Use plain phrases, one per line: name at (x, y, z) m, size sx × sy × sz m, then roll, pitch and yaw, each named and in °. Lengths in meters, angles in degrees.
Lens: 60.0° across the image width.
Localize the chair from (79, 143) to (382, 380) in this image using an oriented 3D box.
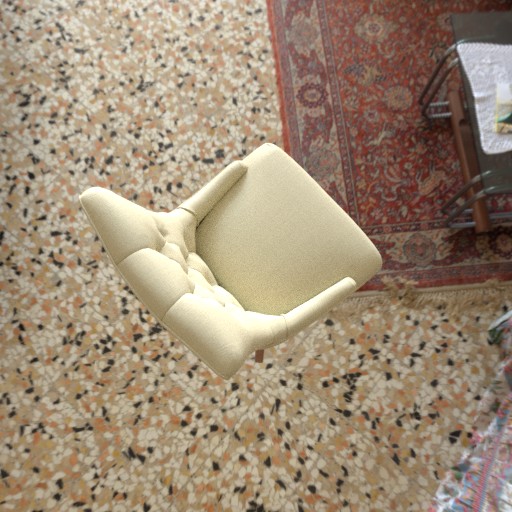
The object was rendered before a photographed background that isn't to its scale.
chair at (0.000, 0.000, 1.238) m, size 0.565 × 0.874 × 0.509 m, roll -40°, pitch 79°, yaw -10°
